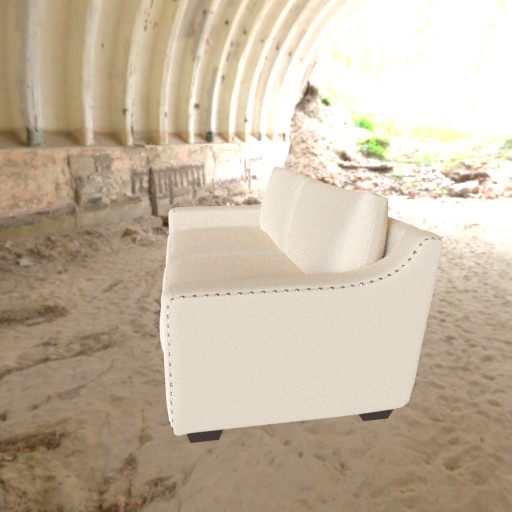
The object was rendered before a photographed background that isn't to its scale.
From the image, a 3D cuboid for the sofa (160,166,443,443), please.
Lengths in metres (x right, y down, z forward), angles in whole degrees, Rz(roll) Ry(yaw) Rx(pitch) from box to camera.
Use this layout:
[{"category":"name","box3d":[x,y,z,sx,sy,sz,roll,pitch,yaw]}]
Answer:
[{"category":"sofa","box3d":[0.000,0.000,2.312,0.949,0.830,1.812,-3,15,-10]}]
